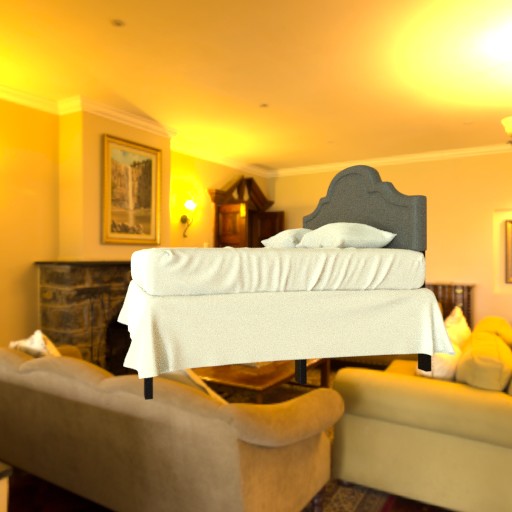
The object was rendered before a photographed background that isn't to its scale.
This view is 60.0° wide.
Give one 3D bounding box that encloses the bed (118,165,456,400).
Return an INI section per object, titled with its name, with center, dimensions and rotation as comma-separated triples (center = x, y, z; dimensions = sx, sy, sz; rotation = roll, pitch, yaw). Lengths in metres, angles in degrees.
[bed]
center = 0.000, 0.000, 3.780
dimensions = 2.222, 1.631, 2.303
rotation = 0, 0, -18
